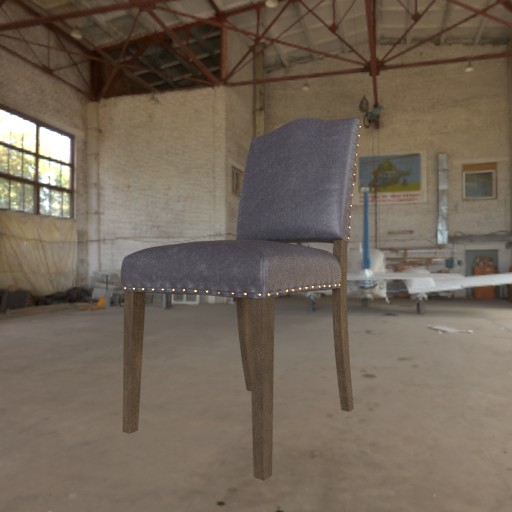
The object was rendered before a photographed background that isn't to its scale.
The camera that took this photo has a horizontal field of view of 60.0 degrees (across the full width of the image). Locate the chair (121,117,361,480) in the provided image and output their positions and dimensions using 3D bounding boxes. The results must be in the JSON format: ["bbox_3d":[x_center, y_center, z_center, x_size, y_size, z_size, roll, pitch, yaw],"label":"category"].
[{"bbox_3d":[0.000,0.000,1.359,0.500,0.991,0.633,-1,-1,36],"label":"chair"}]
